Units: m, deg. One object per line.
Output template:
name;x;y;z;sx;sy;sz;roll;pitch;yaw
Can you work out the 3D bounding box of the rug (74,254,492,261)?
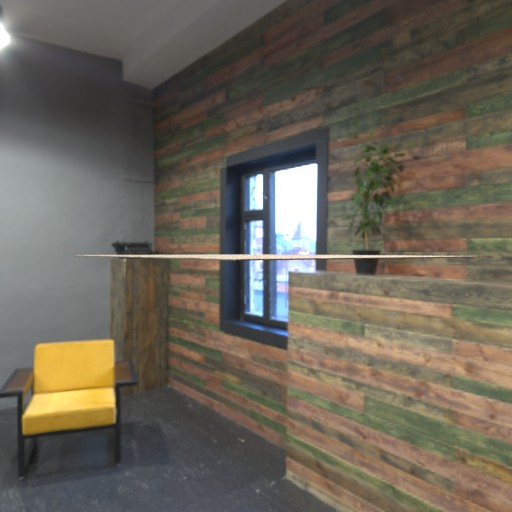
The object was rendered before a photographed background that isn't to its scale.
rug;0.000;0.000;4.055;2.444;0.012;3.048;0;1;-36
